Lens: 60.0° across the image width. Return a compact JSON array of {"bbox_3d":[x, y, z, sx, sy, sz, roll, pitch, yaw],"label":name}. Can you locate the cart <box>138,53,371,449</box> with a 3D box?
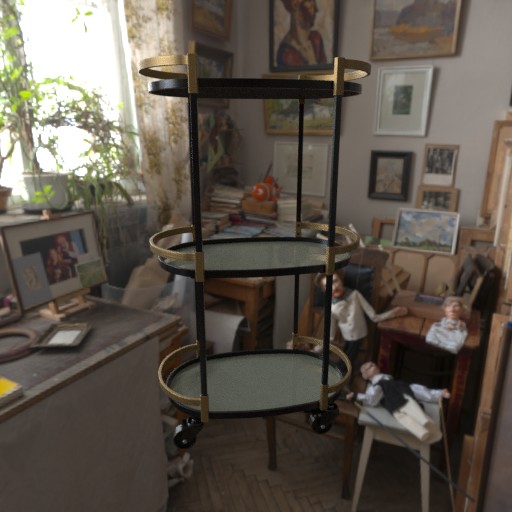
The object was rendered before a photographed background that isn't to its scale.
[{"bbox_3d":[0.000,0.000,1.114,0.515,0.885,0.311,-3,16,-9],"label":"cart"}]
